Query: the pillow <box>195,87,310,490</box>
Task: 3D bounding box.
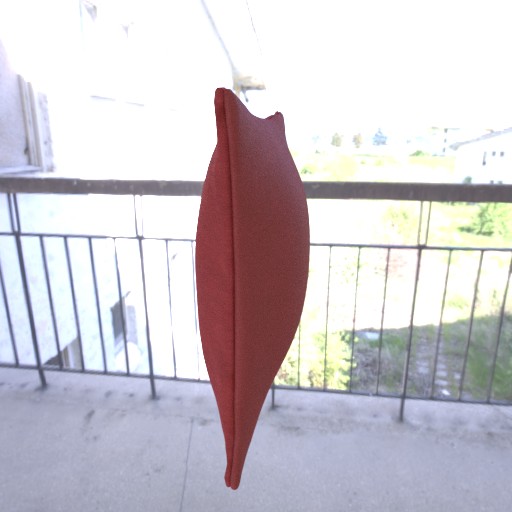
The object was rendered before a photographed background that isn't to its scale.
[{"bbox_3d":[0.000,0.000,0.634,0.151,0.416,0.435,3,16,9],"label":"pillow"}]
